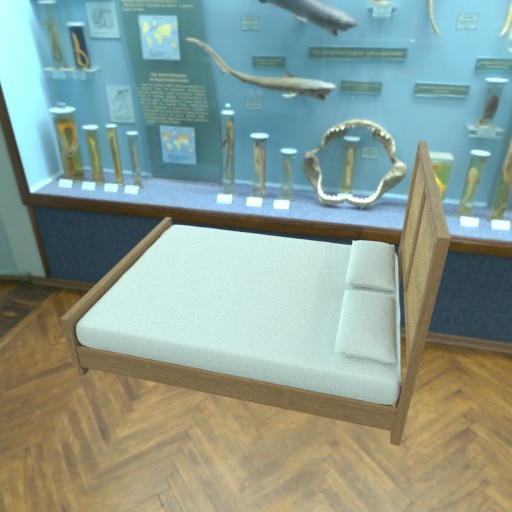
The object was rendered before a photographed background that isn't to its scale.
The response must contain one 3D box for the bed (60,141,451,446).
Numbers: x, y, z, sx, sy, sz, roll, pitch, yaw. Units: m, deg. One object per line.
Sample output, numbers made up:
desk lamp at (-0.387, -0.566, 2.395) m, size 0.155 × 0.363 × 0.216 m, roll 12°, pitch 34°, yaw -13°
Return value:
bed at (0.000, 0.000, 3.198) m, size 2.184 × 1.387 × 1.606 m, roll 7°, pitch 31°, yaw 13°
